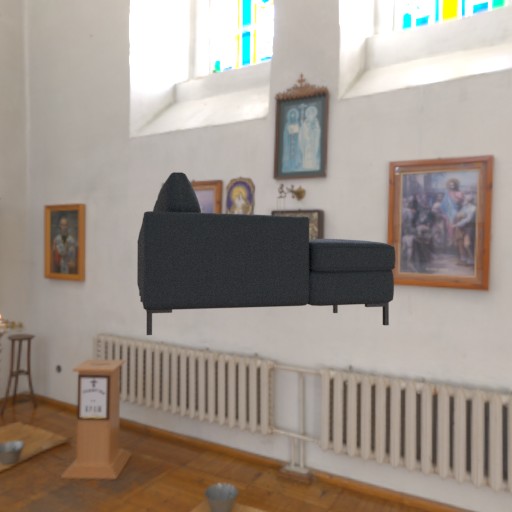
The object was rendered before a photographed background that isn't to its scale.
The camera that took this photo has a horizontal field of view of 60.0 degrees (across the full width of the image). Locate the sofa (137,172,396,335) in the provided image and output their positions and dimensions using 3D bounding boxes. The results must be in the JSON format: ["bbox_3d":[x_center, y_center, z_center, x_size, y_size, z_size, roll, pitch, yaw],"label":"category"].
[{"bbox_3d":[0.000,0.000,3.887,1.984,0.858,2.975,0,-1,-16],"label":"sofa"}]
